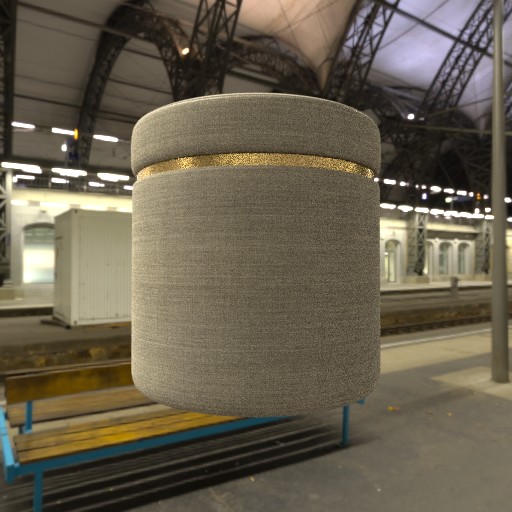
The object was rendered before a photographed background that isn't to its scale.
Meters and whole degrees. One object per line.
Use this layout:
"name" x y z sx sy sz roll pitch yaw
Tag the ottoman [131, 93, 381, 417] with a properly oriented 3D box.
"ottoman" 0.000 0.000 0.735 0.400 0.406 0.400 0 -1 0
